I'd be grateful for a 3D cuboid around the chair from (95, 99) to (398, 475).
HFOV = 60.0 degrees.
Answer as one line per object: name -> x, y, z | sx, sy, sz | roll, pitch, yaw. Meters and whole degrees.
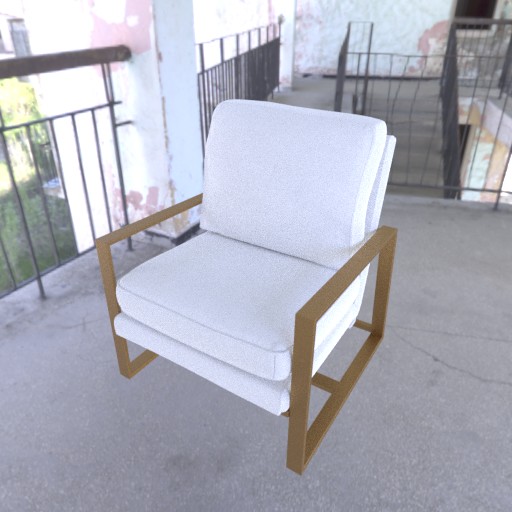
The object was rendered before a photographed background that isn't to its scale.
chair -> 0.000, 0.000, 1.588 | 0.805, 0.966, 0.813 | 17, 34, 28
